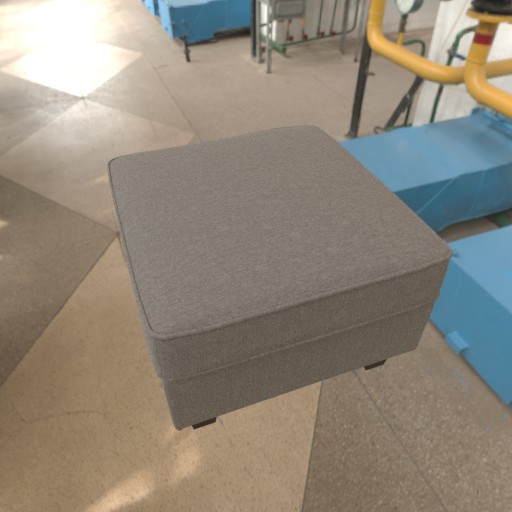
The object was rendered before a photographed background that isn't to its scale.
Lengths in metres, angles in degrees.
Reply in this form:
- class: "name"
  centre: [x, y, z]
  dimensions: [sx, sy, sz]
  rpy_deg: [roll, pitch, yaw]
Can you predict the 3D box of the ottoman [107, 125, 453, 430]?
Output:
- class: "ottoman"
  centre: [0.000, 0.000, 1.465]
  dimensions: [0.808, 0.612, 0.871]
  rpy_deg: [-14, 43, -15]
